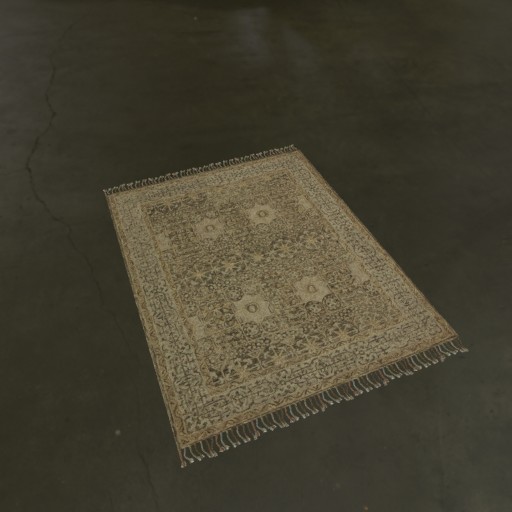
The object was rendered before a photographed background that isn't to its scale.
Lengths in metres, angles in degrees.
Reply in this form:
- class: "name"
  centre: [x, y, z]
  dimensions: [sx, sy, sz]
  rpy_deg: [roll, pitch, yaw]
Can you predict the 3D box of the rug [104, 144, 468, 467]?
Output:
- class: "rug"
  centre: [0.000, 0.000, 4.347]
  dimensions: [2.431, 0.017, 3.291]
  rpy_deg: [-17, 49, -15]
